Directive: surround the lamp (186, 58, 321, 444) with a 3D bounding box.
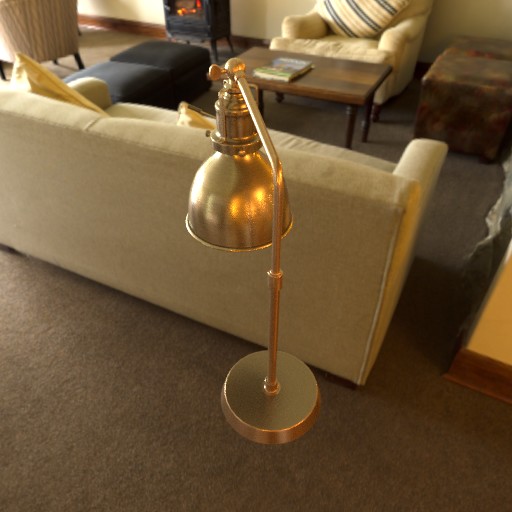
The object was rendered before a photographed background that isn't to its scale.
[{"bbox_3d":[0.000,0.000,0.581,0.153,0.456,0.286,-13,42,-15],"label":"lamp"}]
